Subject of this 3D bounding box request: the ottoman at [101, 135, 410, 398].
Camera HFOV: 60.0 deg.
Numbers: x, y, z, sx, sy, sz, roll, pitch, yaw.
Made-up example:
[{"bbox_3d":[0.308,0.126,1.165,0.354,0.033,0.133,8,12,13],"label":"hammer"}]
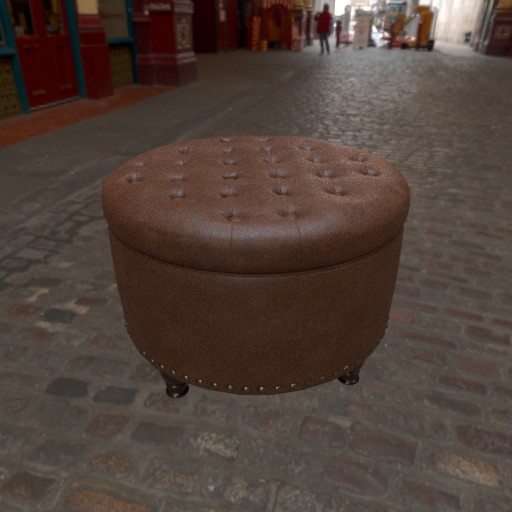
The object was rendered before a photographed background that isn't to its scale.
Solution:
[{"bbox_3d":[0.000,0.000,1.040,0.637,0.442,0.637,0,29,0],"label":"ottoman"}]
